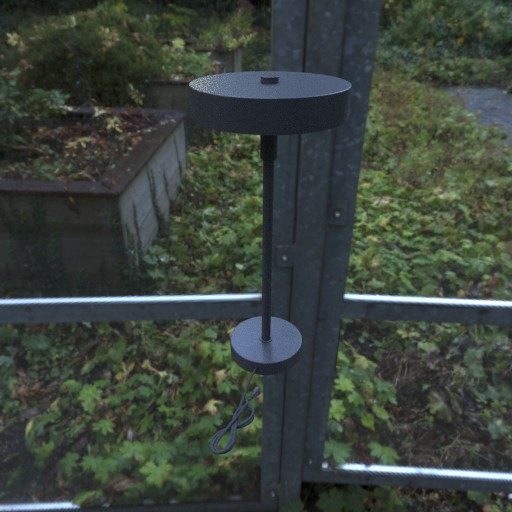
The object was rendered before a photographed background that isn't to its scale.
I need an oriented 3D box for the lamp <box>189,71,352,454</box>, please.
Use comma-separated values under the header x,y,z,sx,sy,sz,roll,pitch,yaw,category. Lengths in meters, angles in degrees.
x,y,z,sx,sy,sz,roll,pitch,yaw,category
0.000,0.000,0.693,0.229,0.508,0.369,8,31,14,lamp
